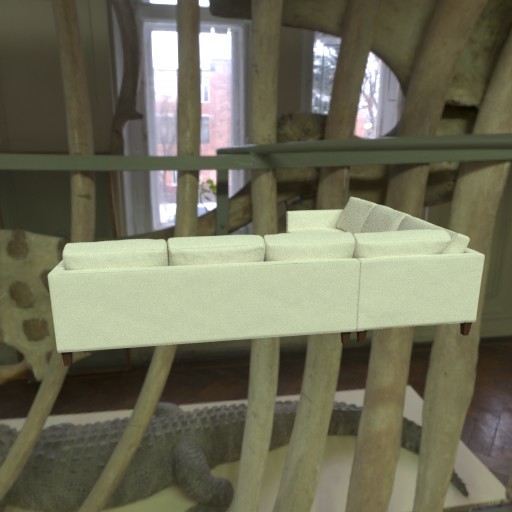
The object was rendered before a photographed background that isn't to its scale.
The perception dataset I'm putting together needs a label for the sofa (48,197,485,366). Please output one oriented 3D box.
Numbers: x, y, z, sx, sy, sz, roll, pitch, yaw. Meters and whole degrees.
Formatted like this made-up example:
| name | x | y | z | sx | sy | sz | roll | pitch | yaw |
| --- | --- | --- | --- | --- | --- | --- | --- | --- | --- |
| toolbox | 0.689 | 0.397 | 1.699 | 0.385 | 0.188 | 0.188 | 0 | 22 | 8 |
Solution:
| name | x | y | z | sx | sy | sz | roll | pitch | yaw |
| --- | --- | --- | --- | --- | --- | --- | --- | --- | --- |
| sofa | 0.000 | 0.000 | 4.348 | 3.182 | 0.863 | 2.432 | -2 | 15 | -9 |
